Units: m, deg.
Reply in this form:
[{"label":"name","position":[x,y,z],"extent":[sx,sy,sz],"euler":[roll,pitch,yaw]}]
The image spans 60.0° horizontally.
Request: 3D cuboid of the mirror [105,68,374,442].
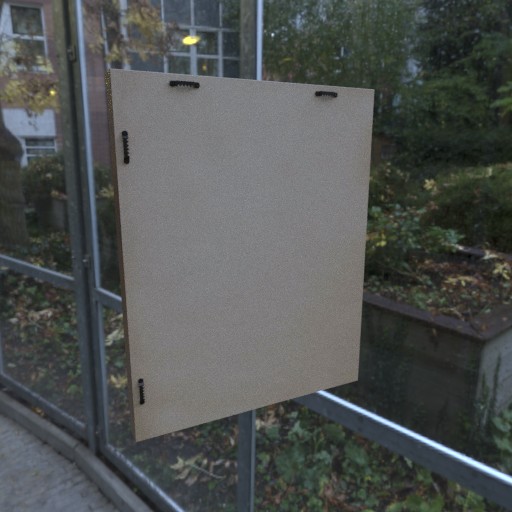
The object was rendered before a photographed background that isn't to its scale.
[{"label":"mirror","position":[0.000,0.000,0.687],"extent":[0.405,0.508,0.041],"euler":[-6,15,-26]}]
